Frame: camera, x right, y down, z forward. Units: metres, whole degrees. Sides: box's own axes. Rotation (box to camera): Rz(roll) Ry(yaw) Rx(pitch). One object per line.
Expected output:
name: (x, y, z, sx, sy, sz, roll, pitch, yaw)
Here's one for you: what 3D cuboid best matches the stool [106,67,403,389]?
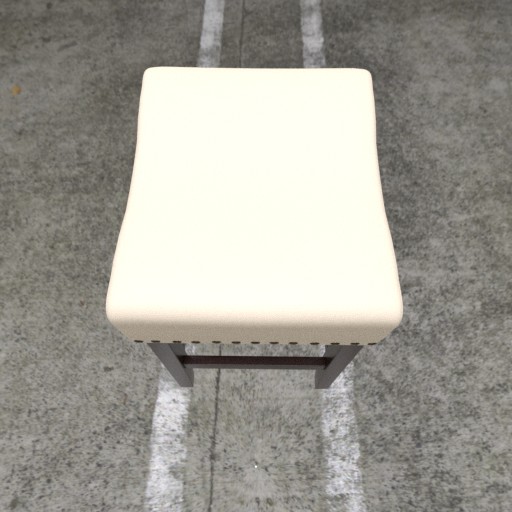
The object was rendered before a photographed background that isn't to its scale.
stool: (0.000, 0.000, 0.945, 0.401, 0.609, 0.471, 1, 65, 0)
